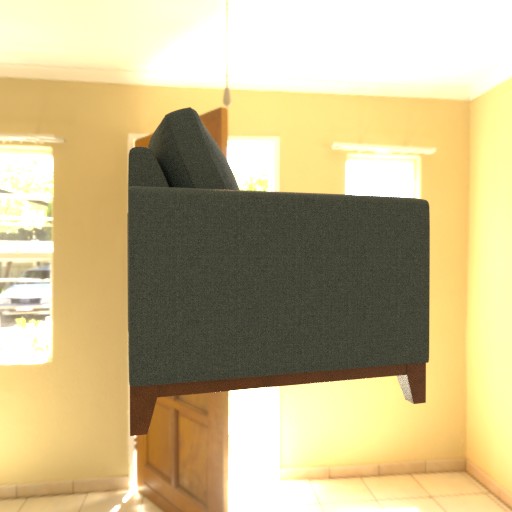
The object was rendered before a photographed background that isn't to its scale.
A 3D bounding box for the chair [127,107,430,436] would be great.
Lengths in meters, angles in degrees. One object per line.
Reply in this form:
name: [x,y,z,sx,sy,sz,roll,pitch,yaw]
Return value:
chair: [0.000,0.000,1.869,1.038,1.010,1.024,0,1,-16]
